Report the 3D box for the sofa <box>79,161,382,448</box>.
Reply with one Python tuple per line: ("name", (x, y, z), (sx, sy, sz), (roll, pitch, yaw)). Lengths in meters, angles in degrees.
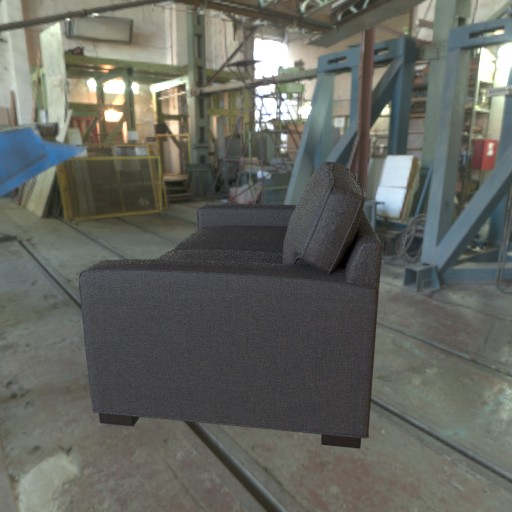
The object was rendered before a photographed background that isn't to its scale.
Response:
("sofa", (0.000, 0.000, 2.133), (0.974, 0.887, 1.534), (2, 15, 9))
